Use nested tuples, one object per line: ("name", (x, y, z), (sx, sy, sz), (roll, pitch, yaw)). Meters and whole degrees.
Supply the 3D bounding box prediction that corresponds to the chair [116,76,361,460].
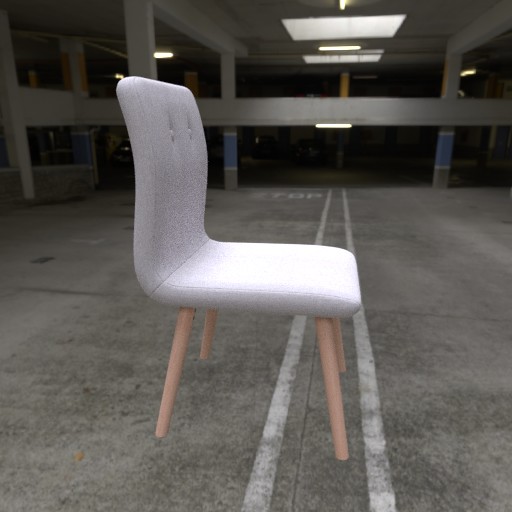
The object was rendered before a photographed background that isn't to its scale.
("chair", (0.000, 0.000, 1.200), (0.550, 0.885, 0.435), (3, 17, 10))
